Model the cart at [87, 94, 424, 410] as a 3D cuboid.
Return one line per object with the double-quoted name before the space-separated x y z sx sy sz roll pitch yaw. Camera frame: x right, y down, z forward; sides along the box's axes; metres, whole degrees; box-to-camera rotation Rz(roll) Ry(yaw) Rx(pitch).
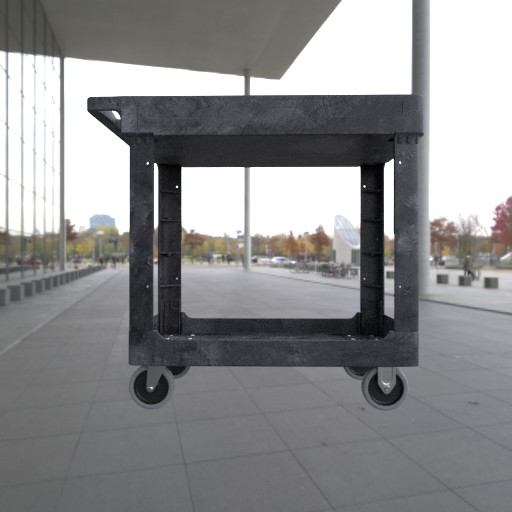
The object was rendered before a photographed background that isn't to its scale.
"cart" 0.000 0.000 1.340 0.877 0.824 0.420 0 0 1
